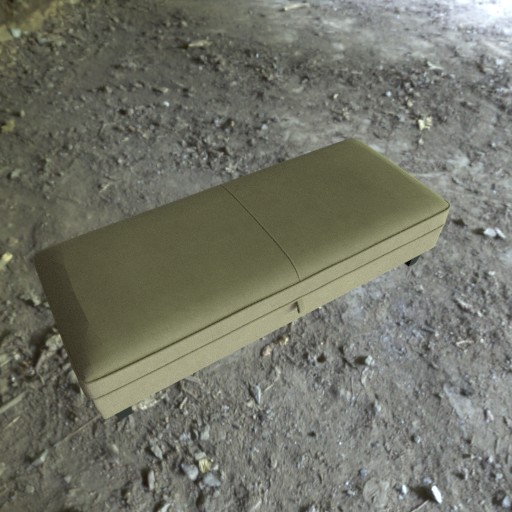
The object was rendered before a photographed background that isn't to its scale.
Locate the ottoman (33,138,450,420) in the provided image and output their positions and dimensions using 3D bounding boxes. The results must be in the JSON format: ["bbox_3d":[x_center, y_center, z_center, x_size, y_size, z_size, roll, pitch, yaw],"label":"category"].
[{"bbox_3d":[0.000,0.000,2.021,1.726,0.460,0.735,-24,51,-21],"label":"ottoman"}]
